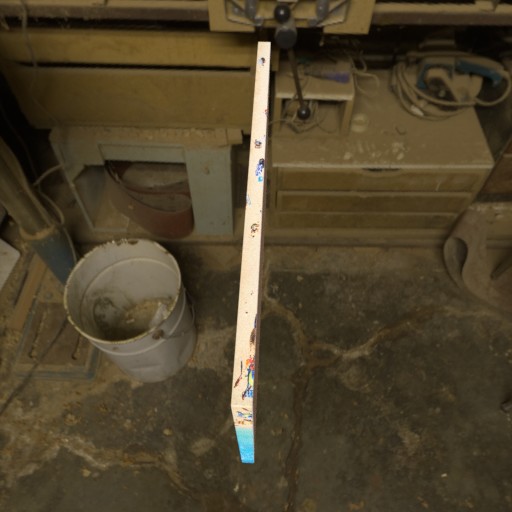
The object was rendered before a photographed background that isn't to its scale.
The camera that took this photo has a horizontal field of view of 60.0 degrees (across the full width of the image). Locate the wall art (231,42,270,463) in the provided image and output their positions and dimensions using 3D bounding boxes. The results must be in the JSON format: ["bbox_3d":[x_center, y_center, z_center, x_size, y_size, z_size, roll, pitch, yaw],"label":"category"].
[{"bbox_3d":[0.000,0.000,1.442,0.040,0.769,1.136,2,58,1],"label":"wall art"}]
